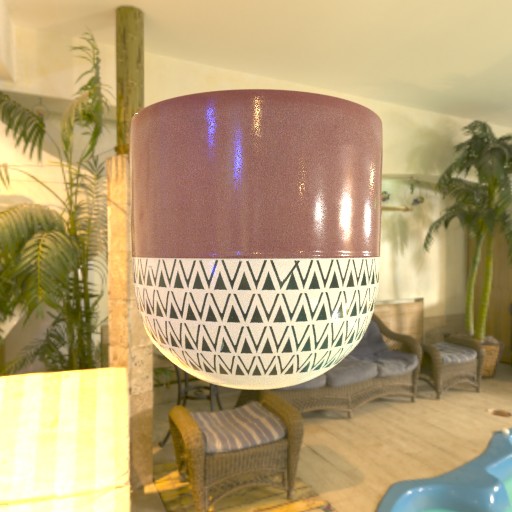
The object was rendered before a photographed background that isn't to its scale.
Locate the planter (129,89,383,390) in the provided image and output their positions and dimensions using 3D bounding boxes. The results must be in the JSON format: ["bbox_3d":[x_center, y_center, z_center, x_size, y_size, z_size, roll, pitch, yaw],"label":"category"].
[{"bbox_3d":[0.000,0.000,0.486,0.266,0.270,0.266,0,1,0],"label":"planter"}]
